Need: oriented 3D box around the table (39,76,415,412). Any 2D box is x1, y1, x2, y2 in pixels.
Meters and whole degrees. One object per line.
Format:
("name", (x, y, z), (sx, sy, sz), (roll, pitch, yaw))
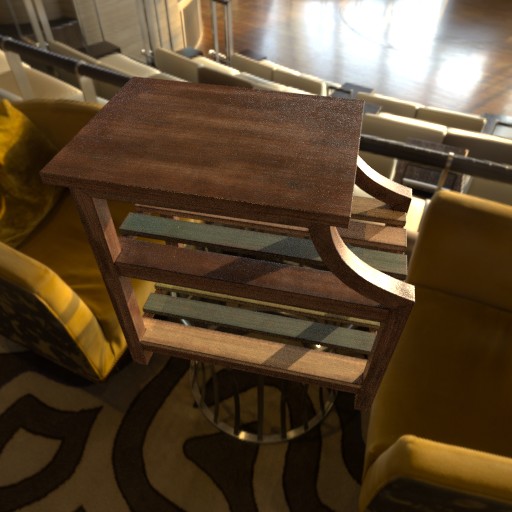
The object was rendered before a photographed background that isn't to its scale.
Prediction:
("table", (0.000, 0.000, 0.968), (0.609, 0.584, 0.356), (9, 46, 9))
